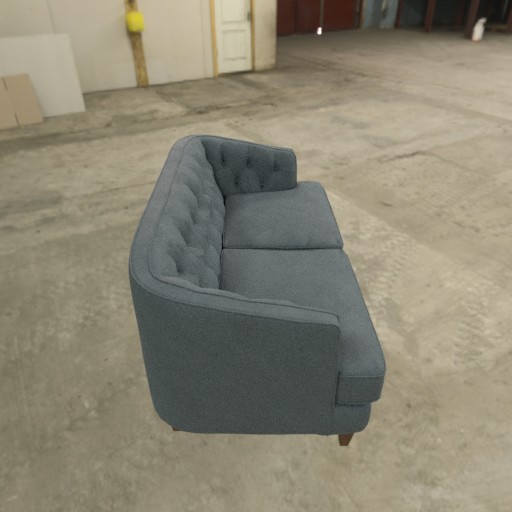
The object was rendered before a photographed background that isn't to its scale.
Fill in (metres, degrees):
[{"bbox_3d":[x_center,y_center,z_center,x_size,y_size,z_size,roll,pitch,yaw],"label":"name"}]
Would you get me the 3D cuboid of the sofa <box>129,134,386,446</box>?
[{"bbox_3d":[0.000,0.000,2.292,0.941,0.855,1.733,-1,33,-1],"label":"sofa"}]
